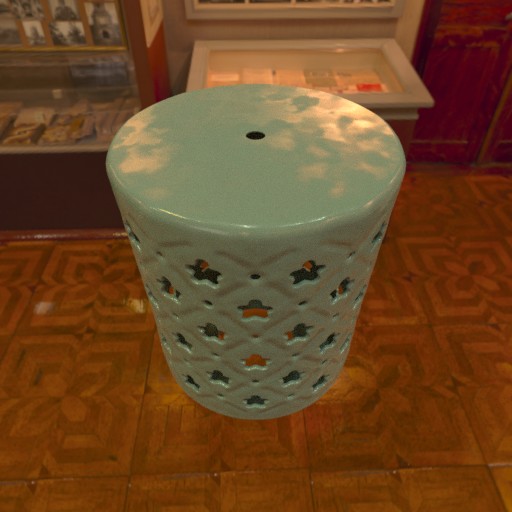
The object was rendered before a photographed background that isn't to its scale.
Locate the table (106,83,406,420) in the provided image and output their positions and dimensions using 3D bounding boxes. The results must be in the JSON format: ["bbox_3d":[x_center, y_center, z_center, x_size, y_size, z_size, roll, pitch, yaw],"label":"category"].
[{"bbox_3d":[0.000,0.000,0.655,0.352,0.387,0.352,0,42,0],"label":"table"}]
